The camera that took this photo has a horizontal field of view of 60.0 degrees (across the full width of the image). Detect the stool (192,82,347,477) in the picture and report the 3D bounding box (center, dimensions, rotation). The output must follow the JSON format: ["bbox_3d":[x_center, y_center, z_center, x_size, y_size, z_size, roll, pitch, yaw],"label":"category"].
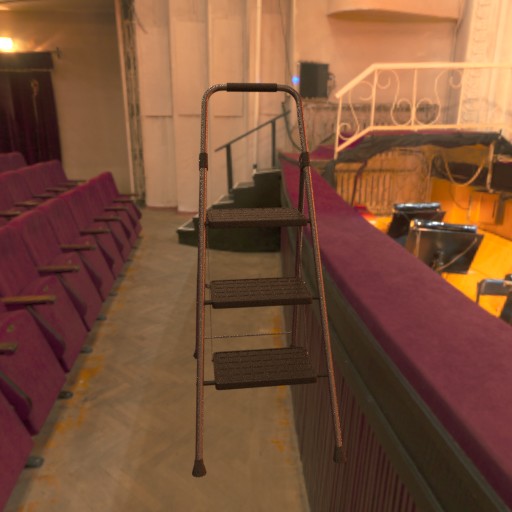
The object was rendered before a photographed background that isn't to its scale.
[{"bbox_3d":[0.000,0.000,1.513,0.473,1.121,0.733,-2,17,-7],"label":"stool"}]
